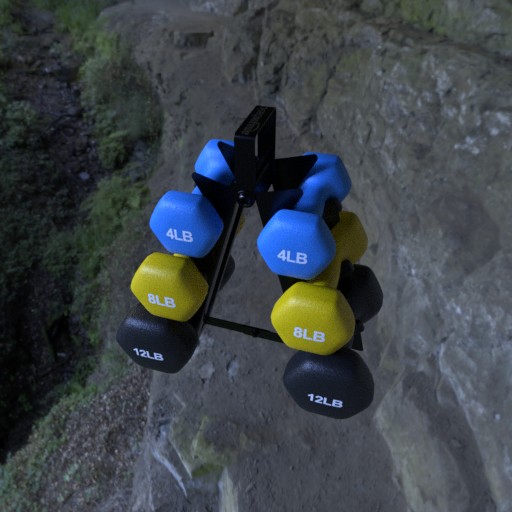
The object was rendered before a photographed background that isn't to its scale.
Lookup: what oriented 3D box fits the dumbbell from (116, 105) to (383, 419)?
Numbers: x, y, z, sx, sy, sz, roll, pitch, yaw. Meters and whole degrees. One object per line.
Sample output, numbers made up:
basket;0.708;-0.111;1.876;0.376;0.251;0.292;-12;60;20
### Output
dumbbell;0.000;0.000;0.664;0.409;0.426;0.255;11;41;13
